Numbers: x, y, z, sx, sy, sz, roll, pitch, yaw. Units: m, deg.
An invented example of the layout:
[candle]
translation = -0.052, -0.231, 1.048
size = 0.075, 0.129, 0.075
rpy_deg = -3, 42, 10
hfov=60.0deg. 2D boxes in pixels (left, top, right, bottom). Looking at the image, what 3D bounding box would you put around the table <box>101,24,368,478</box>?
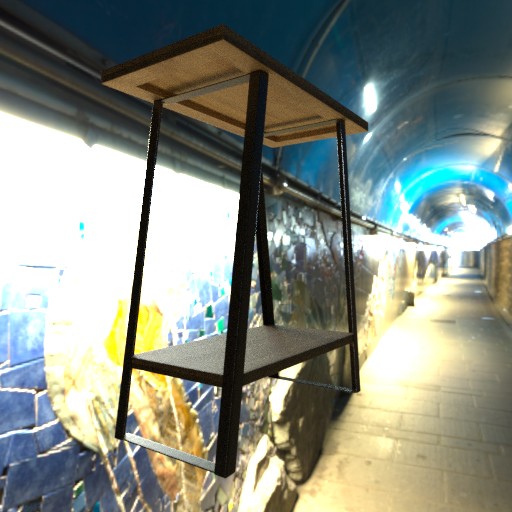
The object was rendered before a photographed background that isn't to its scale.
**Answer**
[table]
translation = 0.000, 0.000, 0.999
size = 0.300, 0.701, 0.599
rpy_deg = 0, 0, 35
